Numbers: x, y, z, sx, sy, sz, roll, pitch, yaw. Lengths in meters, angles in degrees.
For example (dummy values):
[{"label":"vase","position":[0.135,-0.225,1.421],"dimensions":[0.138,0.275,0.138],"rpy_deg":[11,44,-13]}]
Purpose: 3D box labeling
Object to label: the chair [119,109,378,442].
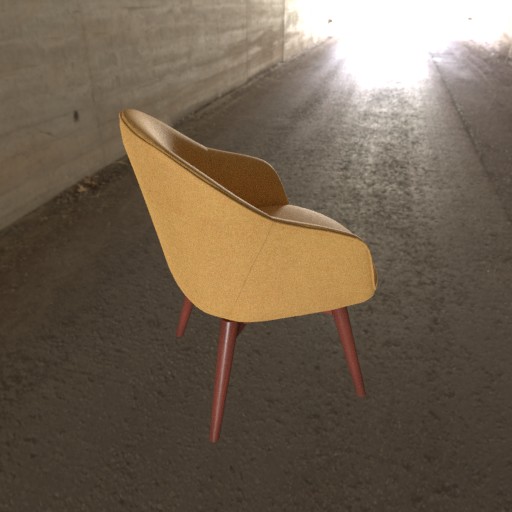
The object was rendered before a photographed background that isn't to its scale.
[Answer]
[{"label":"chair","position":[0.000,0.000,1.261],"dimensions":[0.635,0.823,0.596],"rpy_deg":[-10,31,-17]}]
